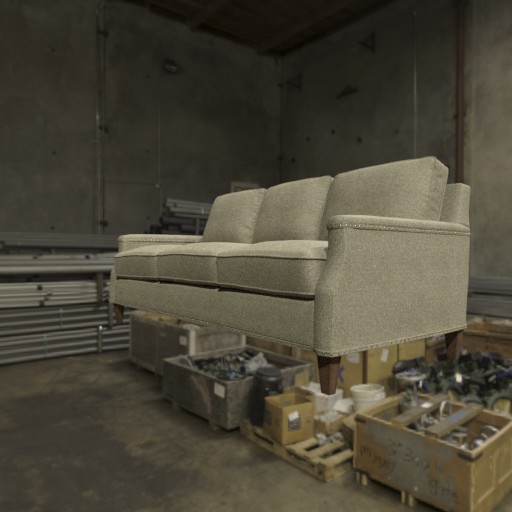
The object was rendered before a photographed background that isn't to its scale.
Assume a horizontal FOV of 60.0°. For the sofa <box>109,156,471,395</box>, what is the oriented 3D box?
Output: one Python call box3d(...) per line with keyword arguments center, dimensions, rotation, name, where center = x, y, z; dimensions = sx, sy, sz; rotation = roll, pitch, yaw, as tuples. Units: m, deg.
box3d(center=(0.000, 0.000, 2.756), dimensions=(1.084, 1.003, 2.246), rotation=(0, 0, -38), name="sofa")
